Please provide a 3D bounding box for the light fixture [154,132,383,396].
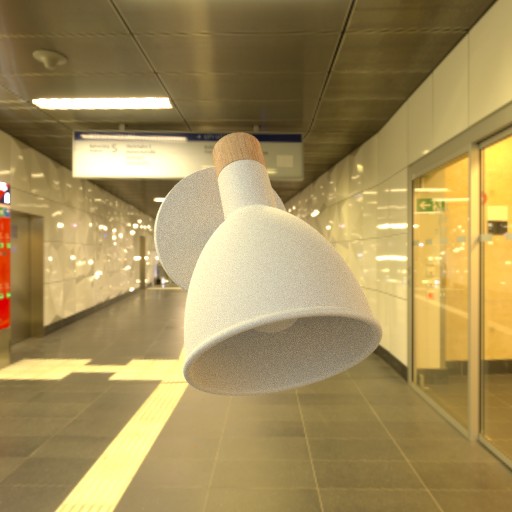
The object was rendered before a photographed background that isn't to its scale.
[{"bbox_3d":[0.000,0.000,0.323,0.127,0.199,0.209,0,0,-18],"label":"light fixture"}]
